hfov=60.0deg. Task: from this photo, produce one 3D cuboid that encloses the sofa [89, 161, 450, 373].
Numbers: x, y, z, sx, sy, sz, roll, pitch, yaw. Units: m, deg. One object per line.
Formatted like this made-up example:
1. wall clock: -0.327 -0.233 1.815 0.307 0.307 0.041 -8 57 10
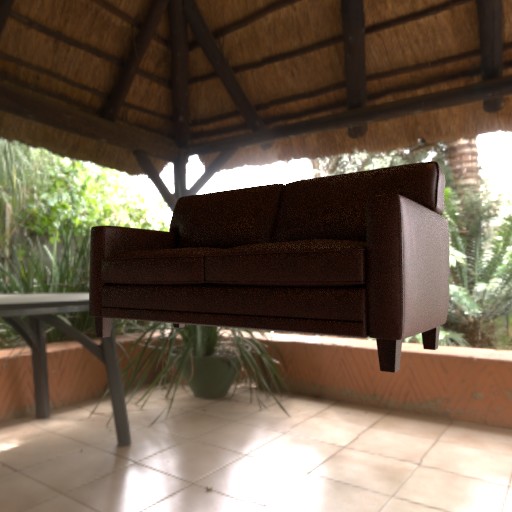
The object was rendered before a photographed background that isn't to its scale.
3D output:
1. sofa: 0.000 0.000 2.427 1.876 0.928 0.912 -2 -4 35
